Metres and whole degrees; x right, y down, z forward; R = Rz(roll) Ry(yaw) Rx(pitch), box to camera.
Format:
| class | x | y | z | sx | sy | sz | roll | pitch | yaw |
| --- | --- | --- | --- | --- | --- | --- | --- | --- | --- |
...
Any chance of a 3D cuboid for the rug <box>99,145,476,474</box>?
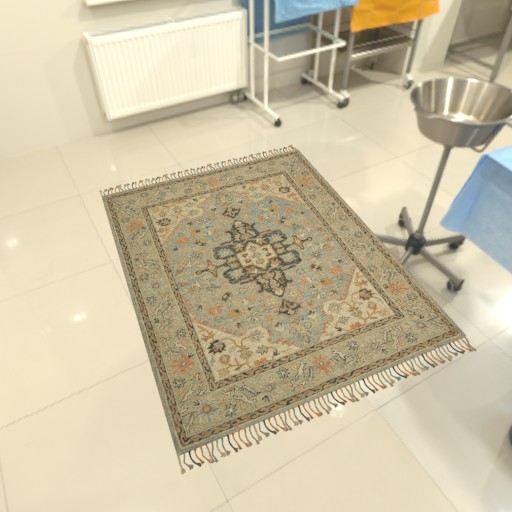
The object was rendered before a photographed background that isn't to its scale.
| class | x | y | z | sx | sy | sz | roll | pitch | yaw |
| --- | --- | --- | --- | --- | --- | --- | --- | --- | --- |
| rug | 0.000 | 0.000 | 2.226 | 1.278 | 0.009 | 1.730 | -17 | 48 | -16 |
